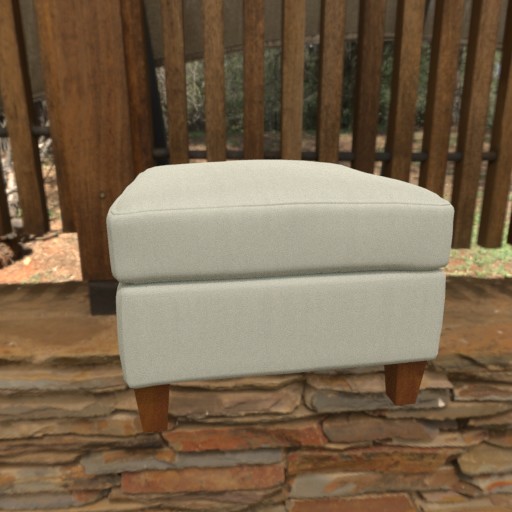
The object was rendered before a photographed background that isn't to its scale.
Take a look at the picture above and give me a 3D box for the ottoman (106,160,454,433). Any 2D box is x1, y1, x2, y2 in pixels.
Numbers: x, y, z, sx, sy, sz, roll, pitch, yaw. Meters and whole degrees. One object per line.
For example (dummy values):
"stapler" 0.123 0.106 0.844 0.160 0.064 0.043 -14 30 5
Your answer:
"ottoman" 0.000 0.000 1.178 0.634 0.496 0.818 -3 16 -9
